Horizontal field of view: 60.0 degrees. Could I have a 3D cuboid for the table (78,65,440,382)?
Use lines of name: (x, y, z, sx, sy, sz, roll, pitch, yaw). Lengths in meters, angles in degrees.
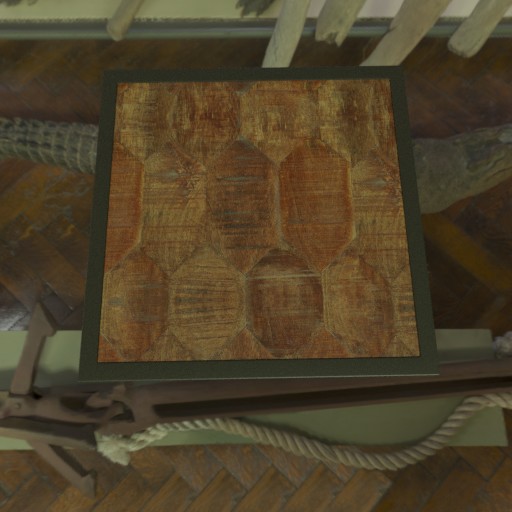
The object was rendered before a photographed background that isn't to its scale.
table: (0.000, 0.000, 0.946, 0.500, 0.565, 0.500, -1, 75, 0)
